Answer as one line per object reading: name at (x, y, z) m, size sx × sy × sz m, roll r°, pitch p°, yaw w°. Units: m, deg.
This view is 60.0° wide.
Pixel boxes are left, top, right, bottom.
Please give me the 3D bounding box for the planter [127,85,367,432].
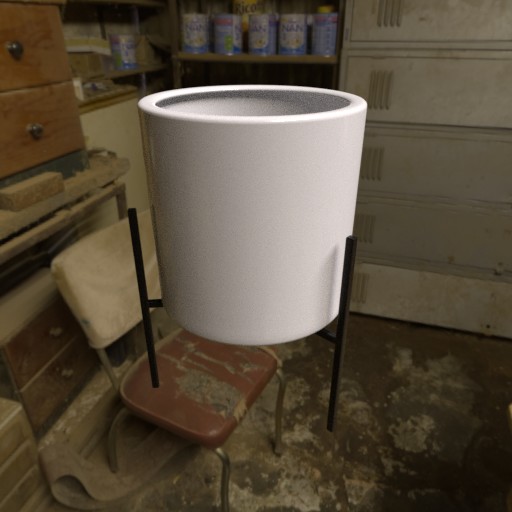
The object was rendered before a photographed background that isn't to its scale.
planter at (0.000, 0.000, 0.520) m, size 0.239 × 0.356 × 0.239 m, roll 9°, pitch 29°, yaw 17°
